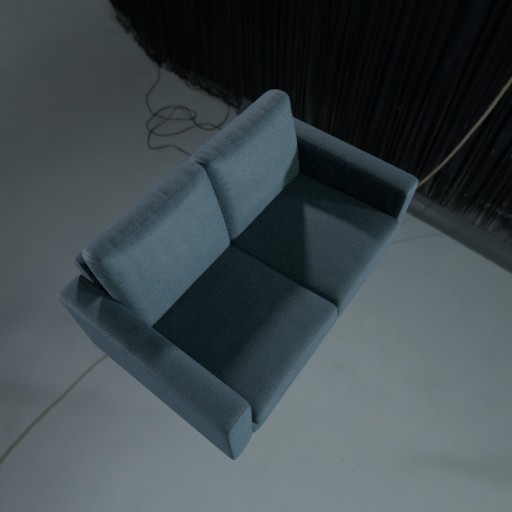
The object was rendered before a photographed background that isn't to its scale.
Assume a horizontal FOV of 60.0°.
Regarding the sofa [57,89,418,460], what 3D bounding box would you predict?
[{"bbox_3d":[0.000,0.000,2.128,0.955,0.903,1.489,32,62,19],"label":"sofa"}]
